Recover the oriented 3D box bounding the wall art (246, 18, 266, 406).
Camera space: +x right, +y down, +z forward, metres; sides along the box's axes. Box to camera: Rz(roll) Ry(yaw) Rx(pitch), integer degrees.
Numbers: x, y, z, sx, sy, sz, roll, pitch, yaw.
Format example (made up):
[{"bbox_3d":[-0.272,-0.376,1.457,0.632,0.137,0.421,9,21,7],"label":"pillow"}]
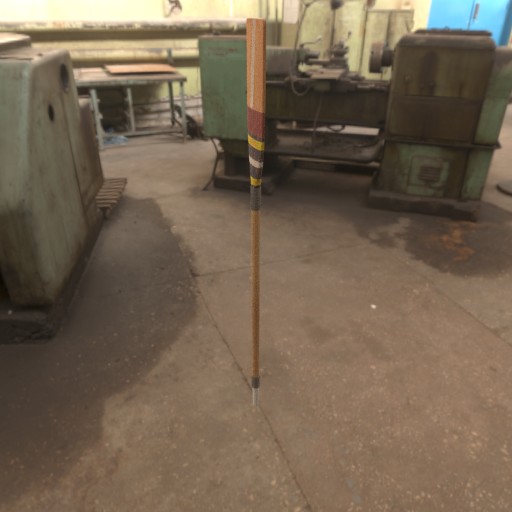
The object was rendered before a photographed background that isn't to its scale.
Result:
[{"bbox_3d":[0.000,0.000,1.647,0.038,1.556,0.146,-10,31,-17],"label":"wall art"}]
